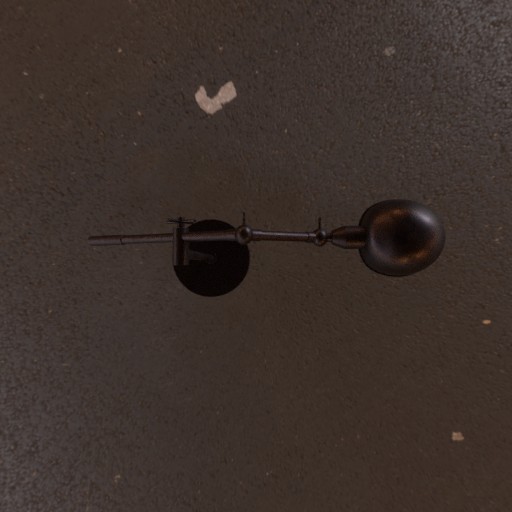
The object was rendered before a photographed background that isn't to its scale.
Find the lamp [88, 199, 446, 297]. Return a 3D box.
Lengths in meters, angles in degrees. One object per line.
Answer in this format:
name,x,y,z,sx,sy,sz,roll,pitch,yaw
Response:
lamp,0.000,0.000,0.834,0.567,0.495,0.185,0,89,1
